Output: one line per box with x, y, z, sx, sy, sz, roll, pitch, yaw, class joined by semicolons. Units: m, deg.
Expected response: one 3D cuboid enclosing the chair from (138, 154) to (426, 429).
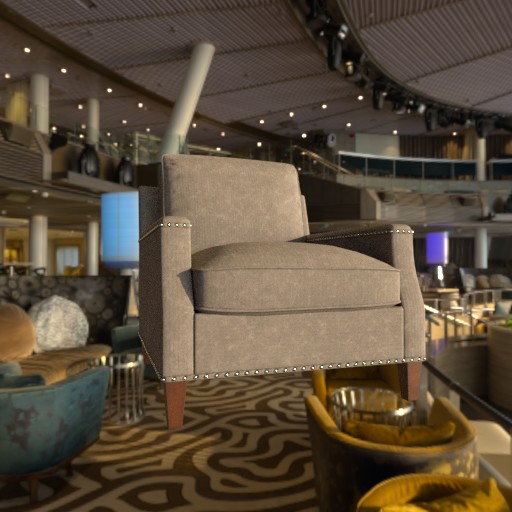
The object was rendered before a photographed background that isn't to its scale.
0.000;0.000;1.754;0.853;0.948;1.014;0;-1;-19;chair
